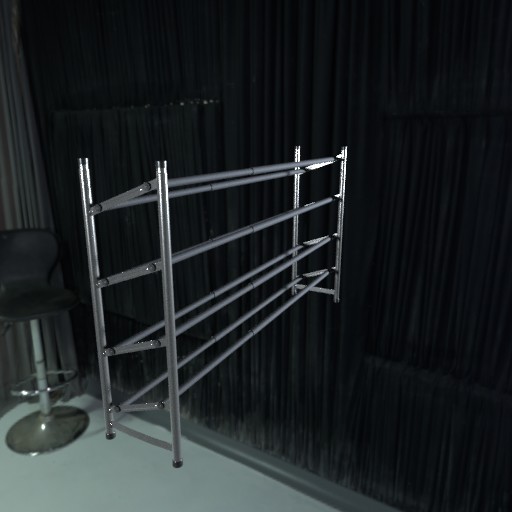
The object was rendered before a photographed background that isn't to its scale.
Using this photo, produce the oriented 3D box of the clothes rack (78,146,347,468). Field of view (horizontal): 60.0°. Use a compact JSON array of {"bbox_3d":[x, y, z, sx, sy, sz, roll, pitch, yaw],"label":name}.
[{"bbox_3d":[0.000,0.000,1.445,0.229,0.672,1.168,8,17,27],"label":"clothes rack"}]
